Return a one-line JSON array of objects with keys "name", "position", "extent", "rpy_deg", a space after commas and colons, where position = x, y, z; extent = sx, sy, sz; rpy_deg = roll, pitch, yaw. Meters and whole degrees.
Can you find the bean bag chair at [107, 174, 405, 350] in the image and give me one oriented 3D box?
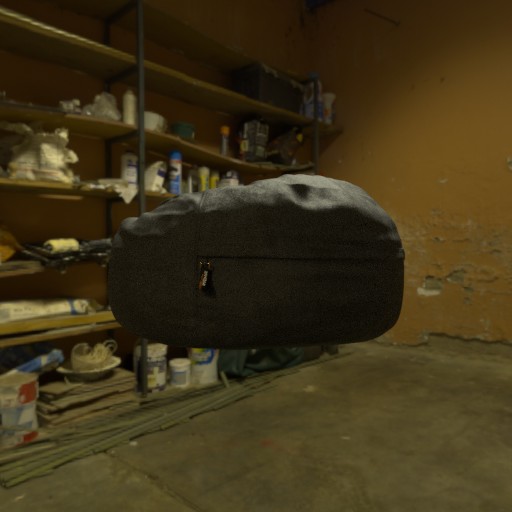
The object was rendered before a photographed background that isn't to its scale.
[{"name": "bean bag chair", "position": [0.000, 0.000, 2.403], "extent": [1.525, 0.751, 1.525], "rpy_deg": [0, 1, 0]}]
